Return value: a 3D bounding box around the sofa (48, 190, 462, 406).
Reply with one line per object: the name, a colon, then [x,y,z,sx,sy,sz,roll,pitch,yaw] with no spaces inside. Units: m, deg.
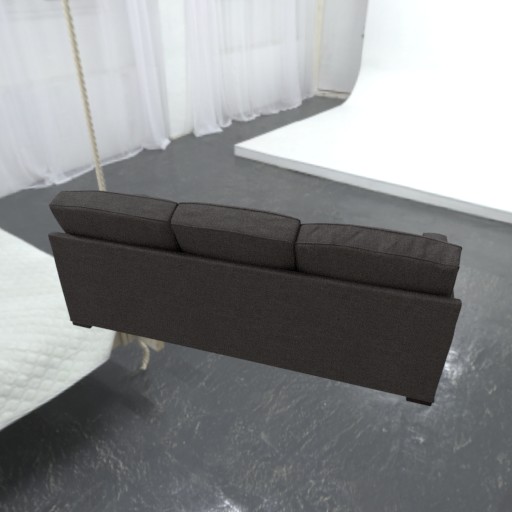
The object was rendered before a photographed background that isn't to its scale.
sofa: [0.000,0.000,2.905,2.369,0.978,1.004,9,32,15]
